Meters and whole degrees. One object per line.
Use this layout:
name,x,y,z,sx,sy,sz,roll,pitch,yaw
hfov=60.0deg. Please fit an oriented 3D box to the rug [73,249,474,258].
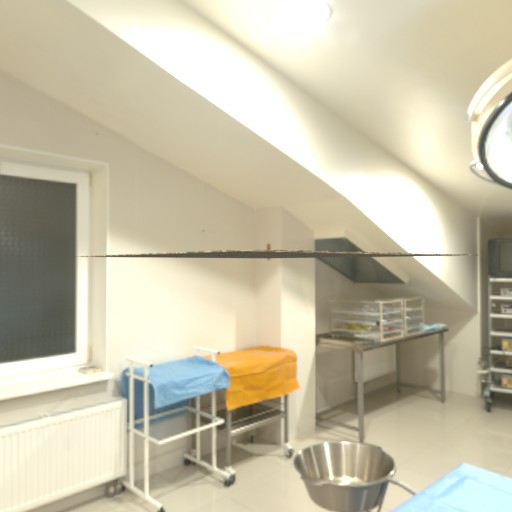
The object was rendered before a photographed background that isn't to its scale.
rug,0.000,0.000,4.140,2.438,0.010,3.048,1,-1,-38
